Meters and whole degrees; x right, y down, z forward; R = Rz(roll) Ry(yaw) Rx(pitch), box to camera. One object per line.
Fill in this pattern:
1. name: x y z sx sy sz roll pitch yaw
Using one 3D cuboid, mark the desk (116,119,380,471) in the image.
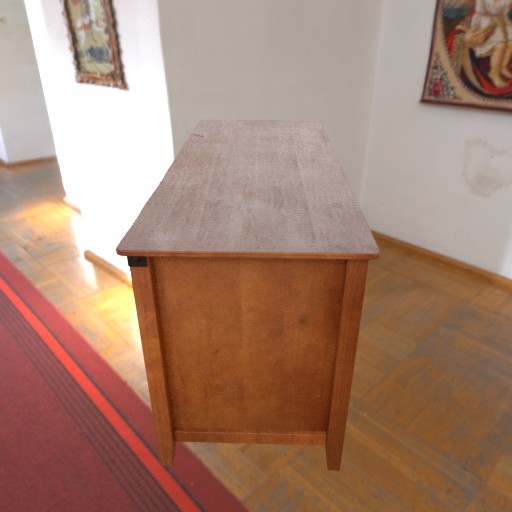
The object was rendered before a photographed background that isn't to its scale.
1. desk: 0.000 0.000 1.719 0.574 0.756 1.353 1 29 1
